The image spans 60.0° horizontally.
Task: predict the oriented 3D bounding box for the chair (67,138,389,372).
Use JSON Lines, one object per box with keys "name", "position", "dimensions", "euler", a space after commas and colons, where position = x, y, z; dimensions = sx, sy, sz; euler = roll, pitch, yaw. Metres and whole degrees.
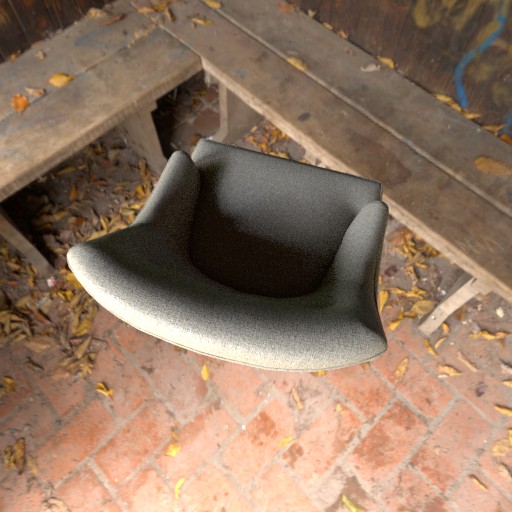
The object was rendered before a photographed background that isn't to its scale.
{"name": "chair", "position": [0.000, 0.000, 1.584], "dimensions": [0.864, 0.856, 0.923], "euler": [16, 65, 8]}
